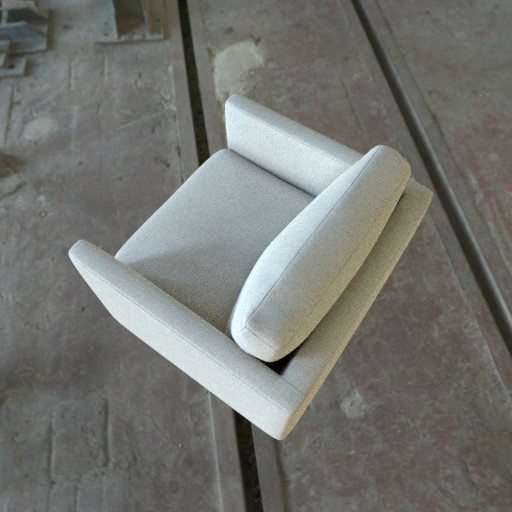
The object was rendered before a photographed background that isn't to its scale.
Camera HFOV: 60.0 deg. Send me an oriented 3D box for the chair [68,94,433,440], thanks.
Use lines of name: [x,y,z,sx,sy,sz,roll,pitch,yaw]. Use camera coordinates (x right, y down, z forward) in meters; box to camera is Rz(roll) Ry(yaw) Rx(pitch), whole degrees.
chair: [0.000,0.000,1.787,0.959,0.919,0.996,32,66,16]
